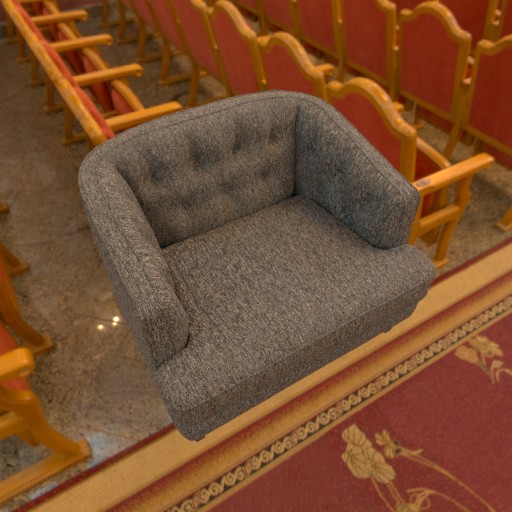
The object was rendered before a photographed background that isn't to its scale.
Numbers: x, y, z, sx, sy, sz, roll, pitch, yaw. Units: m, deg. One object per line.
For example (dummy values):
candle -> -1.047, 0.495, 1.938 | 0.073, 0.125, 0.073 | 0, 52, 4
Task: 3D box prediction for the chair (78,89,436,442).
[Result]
chair -> 0.000, 0.000, 1.754 | 1.104, 0.852, 0.941 | -24, 51, -21
